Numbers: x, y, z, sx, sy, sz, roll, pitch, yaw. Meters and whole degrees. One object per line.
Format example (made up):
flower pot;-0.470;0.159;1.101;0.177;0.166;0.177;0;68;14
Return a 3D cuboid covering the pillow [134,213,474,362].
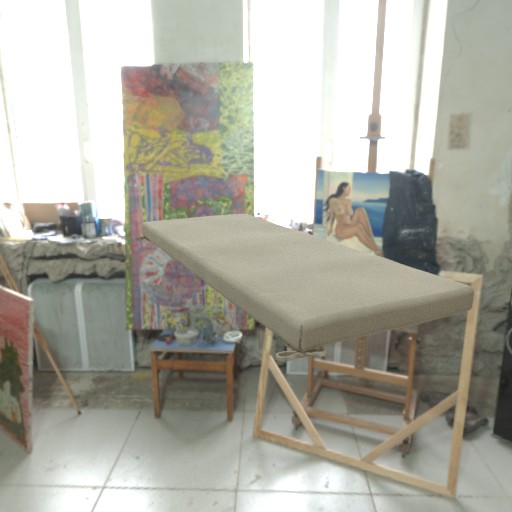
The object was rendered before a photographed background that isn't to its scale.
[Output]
pillow;0.000;0.000;1.349;0.492;0.081;1.187;-8;16;-27
